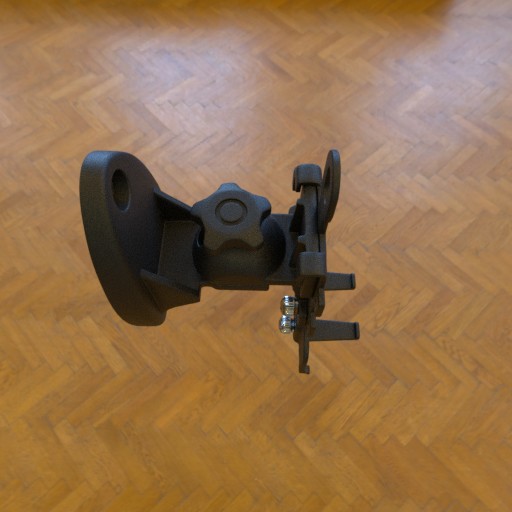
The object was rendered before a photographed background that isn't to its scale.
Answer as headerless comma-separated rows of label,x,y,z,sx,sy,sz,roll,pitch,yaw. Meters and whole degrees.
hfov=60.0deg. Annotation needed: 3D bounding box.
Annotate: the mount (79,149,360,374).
mount,0.000,0.000,0.174,0.100,0.118,0.066,1,63,1
